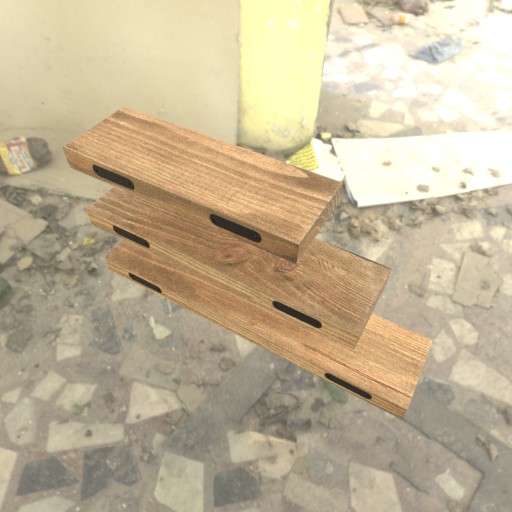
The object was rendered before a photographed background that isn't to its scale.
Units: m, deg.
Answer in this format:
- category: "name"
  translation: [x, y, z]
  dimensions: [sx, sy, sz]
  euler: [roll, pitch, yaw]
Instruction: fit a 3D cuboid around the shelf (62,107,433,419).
- category: "shelf"
  translation: [0.000, 0.000, 0.728]
  dimensions: [0.610, 0.293, 0.140]
  euler: [24, 52, 20]
